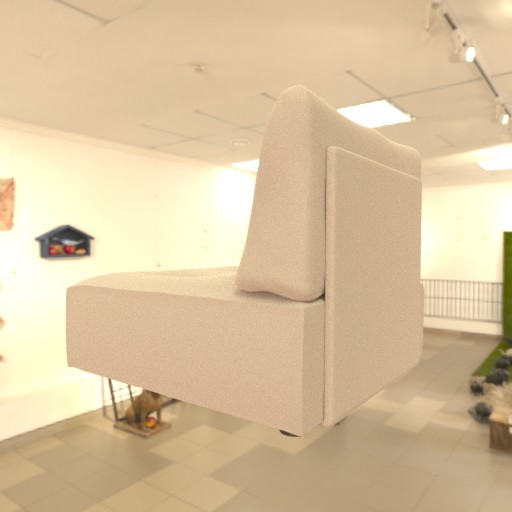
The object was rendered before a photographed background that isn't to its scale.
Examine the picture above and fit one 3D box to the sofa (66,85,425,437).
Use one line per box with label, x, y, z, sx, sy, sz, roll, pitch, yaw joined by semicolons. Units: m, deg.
sofa;0.000;0.000;1.644;1.000;0.828;0.935;1;2;37
